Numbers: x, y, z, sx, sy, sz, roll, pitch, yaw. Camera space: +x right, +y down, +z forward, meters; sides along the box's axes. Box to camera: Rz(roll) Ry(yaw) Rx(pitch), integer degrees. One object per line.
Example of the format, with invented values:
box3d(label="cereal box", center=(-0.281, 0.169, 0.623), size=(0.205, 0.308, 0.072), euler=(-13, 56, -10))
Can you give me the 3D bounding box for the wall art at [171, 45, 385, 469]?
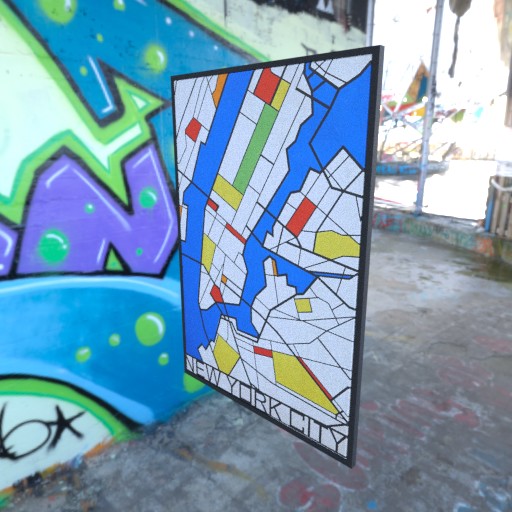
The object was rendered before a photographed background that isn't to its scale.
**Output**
box3d(label="wall art", center=(0.000, 0.000, 0.823), size=(0.460, 0.660, 0.013), euler=(14, 21, 42))
